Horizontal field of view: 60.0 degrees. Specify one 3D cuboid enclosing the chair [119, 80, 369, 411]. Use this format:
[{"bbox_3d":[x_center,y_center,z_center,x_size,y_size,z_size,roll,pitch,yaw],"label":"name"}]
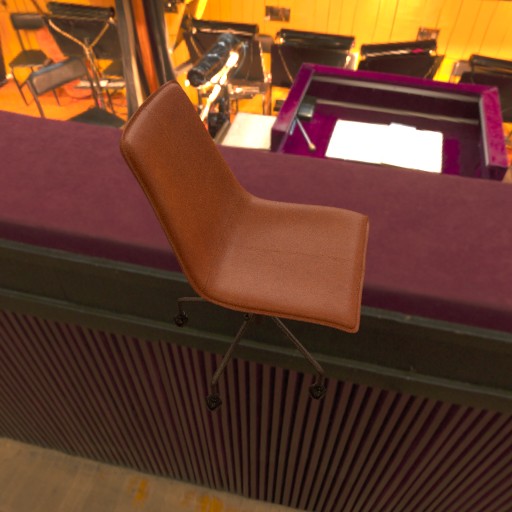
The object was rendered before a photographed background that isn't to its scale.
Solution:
[{"bbox_3d":[0.000,0.000,1.370,0.660,0.920,0.651,10,47,9],"label":"chair"}]
